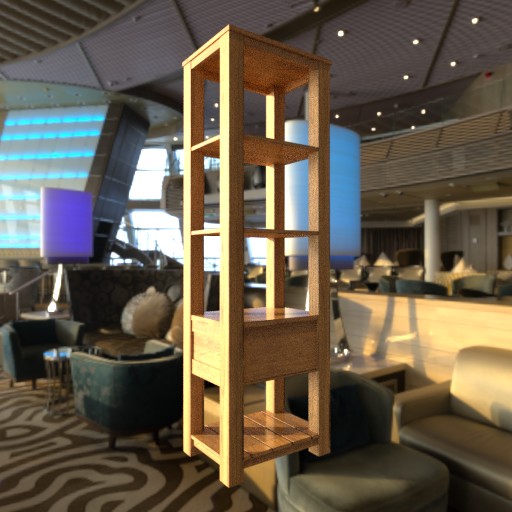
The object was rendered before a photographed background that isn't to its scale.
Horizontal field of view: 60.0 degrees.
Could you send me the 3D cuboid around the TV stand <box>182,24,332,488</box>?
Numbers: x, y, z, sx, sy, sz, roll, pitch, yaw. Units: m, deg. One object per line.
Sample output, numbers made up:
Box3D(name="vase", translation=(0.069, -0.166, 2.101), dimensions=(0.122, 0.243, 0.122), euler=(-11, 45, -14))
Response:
Box3D(name="TV stand", translation=(0.000, 0.000, 2.079), dimensions=(0.565, 1.828, 0.435), euler=(0, 0, -35))
